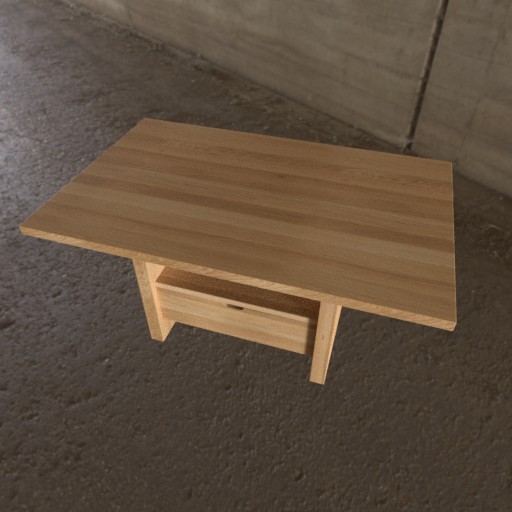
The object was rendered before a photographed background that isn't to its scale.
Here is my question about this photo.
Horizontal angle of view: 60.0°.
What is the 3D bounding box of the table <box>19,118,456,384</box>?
[{"bbox_3d":[0.000,0.000,1.468,1.100,0.510,0.700,12,43,13],"label":"table"}]
